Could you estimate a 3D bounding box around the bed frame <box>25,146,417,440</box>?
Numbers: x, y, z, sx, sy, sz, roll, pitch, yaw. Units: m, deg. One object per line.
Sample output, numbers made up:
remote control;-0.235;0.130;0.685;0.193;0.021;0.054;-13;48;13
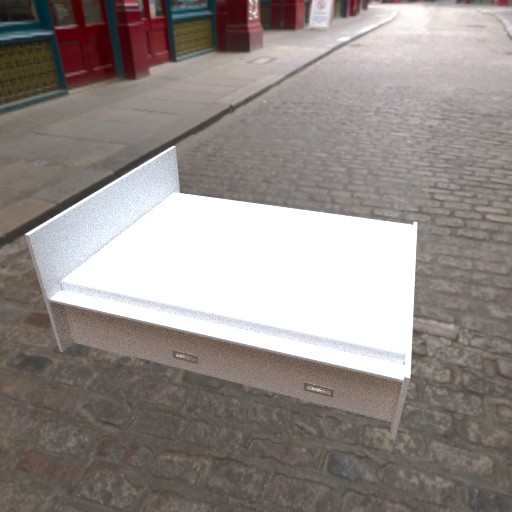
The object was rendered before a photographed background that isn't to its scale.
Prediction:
bed frame;0.000;0.000;2.872;1.960;0.800;1.622;10;32;16
